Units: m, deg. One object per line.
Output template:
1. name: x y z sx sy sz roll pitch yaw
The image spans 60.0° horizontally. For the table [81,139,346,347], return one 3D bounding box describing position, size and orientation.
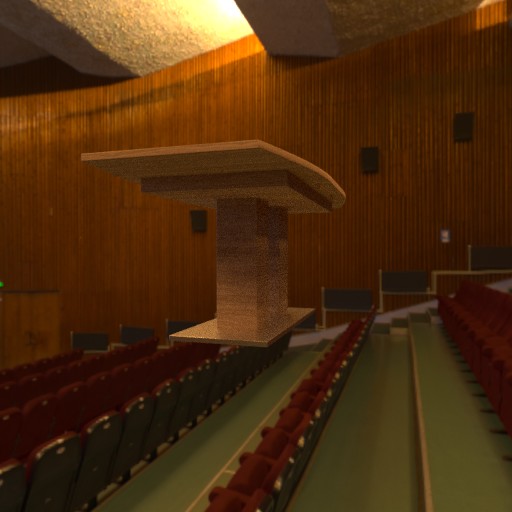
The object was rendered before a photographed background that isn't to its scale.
1. table: 0.000 0.000 2.458 0.900 0.750 2.032 0 1 18
